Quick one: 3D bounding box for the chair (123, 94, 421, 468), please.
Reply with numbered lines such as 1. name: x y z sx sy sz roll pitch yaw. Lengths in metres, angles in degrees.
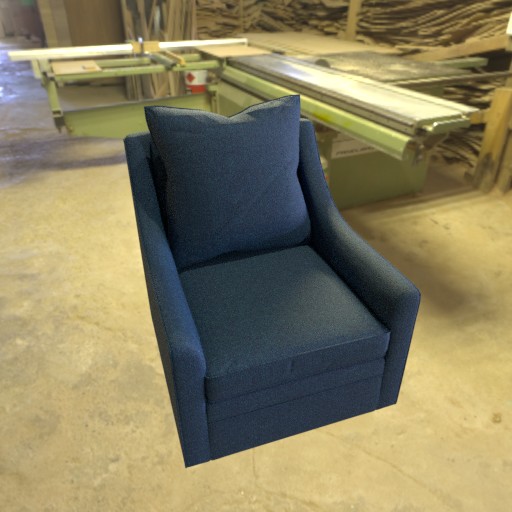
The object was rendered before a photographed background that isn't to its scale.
1. chair: 0.000 0.000 1.570 0.750 0.939 0.870 -10 33 -16
